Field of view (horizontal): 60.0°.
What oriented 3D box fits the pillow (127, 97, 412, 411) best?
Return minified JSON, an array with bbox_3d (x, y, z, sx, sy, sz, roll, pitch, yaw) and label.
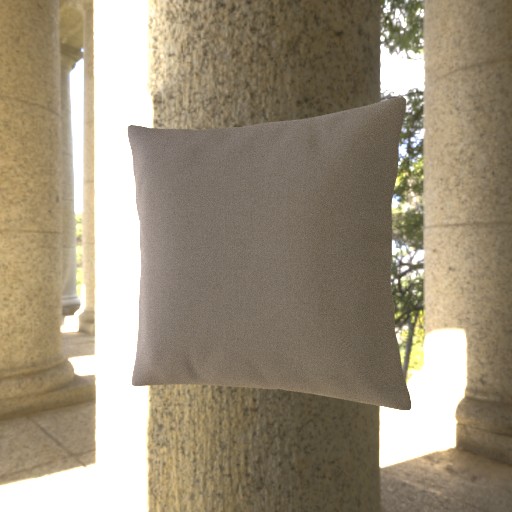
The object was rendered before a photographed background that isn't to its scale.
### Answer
[{"bbox_3d":[0.000,0.000,0.790,0.523,0.510,0.166,0,0,18],"label":"pillow"}]
